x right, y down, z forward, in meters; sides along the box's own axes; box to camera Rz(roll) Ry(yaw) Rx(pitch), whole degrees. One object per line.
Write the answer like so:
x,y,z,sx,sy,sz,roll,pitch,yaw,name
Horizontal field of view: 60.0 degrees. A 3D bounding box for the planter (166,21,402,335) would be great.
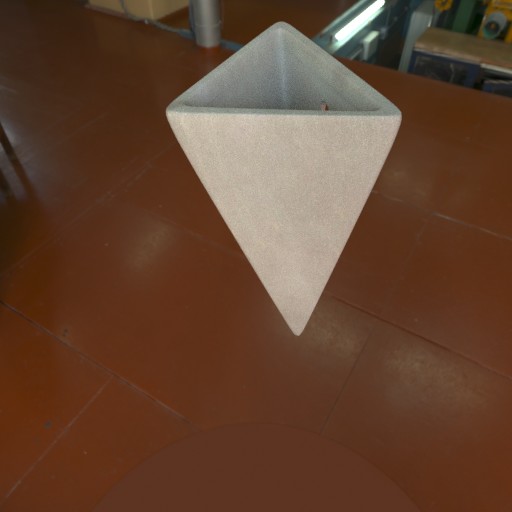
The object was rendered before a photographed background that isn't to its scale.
0.000,0.000,0.269,0.081,0.224,0.101,-19,50,-16,planter
